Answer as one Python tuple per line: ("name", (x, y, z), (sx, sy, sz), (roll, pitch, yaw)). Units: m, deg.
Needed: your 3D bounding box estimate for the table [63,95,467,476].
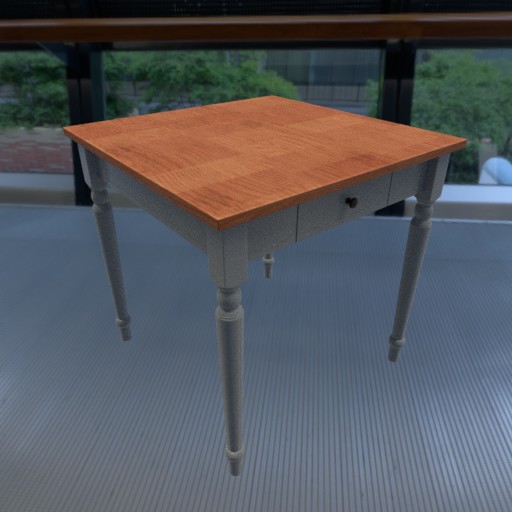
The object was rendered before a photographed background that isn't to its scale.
("table", (0.000, 0.000, 1.336), (0.747, 0.738, 0.747), (-22, 36, -33))
